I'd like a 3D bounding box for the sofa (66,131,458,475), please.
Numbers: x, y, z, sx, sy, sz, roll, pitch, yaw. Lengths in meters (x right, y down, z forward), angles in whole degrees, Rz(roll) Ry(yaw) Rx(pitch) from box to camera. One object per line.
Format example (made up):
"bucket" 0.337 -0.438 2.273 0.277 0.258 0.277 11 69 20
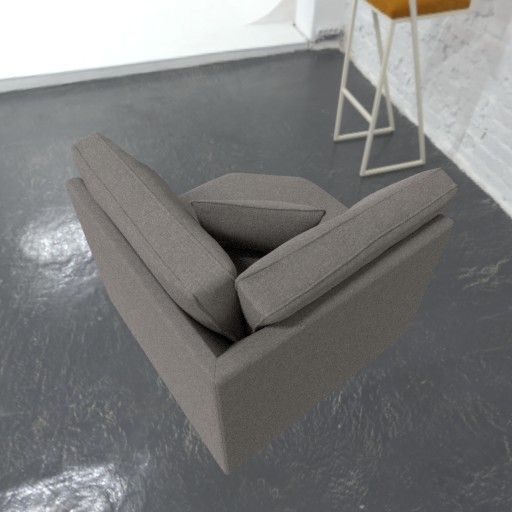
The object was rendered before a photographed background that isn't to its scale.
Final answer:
"sofa" 0.000 0.000 1.824 1.050 0.951 1.042 -28 52 -25
